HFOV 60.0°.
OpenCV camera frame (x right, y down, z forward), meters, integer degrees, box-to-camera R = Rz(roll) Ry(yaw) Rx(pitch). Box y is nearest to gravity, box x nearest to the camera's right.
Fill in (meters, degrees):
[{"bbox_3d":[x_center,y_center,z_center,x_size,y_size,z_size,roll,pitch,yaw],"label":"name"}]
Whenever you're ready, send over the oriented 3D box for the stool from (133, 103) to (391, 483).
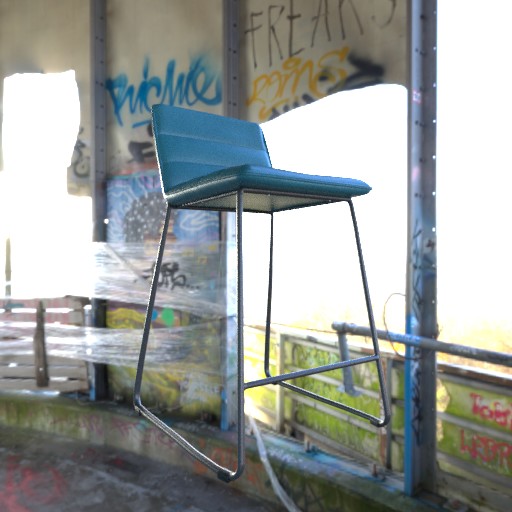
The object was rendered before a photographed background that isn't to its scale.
[{"bbox_3d":[0.000,0.000,1.171,0.489,0.866,0.524,-1,1,-36],"label":"stool"}]
